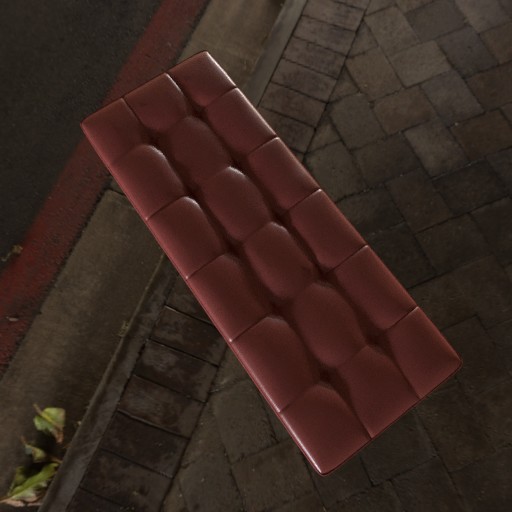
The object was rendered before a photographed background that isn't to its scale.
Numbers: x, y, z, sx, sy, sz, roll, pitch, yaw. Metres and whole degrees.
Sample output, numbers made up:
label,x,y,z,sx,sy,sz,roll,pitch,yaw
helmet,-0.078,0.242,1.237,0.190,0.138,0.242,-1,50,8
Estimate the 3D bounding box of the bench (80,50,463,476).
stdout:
label,x,y,z,sx,sy,sz,roll,pitch,yaw
bench,0.000,0.000,1.326,0.432,0.460,1.105,-34,77,-9
